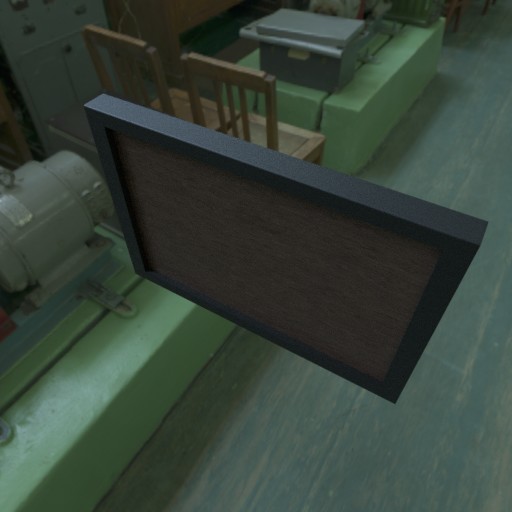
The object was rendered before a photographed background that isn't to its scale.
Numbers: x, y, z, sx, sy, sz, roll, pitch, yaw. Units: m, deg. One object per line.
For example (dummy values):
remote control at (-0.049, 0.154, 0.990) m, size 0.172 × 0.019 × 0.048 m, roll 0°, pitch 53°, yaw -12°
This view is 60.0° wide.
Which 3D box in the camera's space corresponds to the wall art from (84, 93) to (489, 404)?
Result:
wall art at (0.000, 0.000, 0.842) m, size 0.671 × 0.456 × 0.051 m, roll 23°, pitch 52°, yaw 20°
